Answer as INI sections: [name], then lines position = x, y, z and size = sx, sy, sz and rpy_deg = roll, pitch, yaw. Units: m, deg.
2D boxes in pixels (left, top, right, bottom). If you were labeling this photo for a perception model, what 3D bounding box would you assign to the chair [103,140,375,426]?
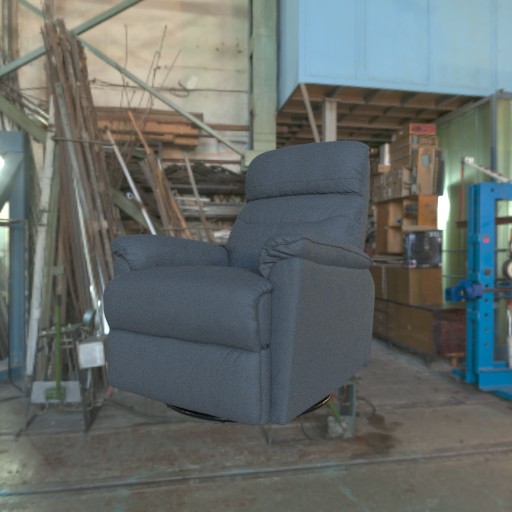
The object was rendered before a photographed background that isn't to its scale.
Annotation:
[chair]
position = 0.000, 0.000, 1.745
size = 0.820, 1.037, 1.004
rpy_deg = 1, 1, 35
